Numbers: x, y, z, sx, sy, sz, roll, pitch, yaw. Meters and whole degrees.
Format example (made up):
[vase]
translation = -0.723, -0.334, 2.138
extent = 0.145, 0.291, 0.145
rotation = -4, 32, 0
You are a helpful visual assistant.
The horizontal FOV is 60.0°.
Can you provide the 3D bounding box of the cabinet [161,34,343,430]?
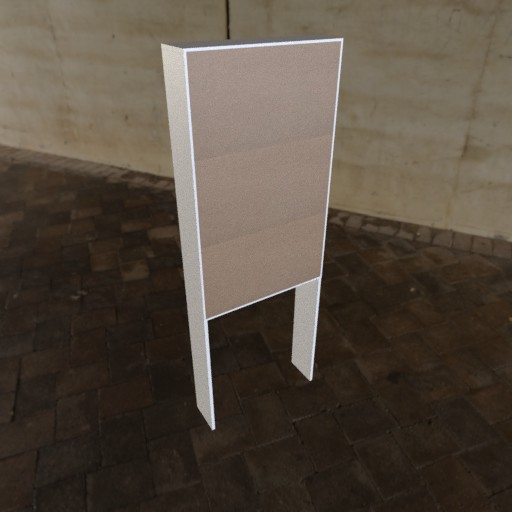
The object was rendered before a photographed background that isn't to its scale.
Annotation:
[cabinet]
translation = 0.000, 0.000, 2.016
extent = 0.643, 1.770, 0.192
rotation = -18, 35, -27
